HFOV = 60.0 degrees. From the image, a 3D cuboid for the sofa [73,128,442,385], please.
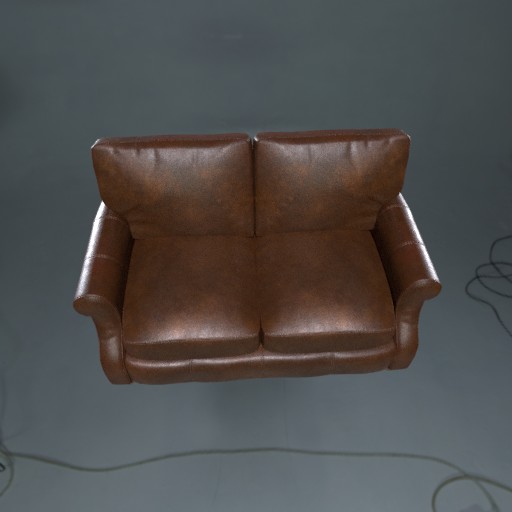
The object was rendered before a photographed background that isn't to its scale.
[{"bbox_3d":[0.000,0.000,2.207,1.616,0.976,0.990,-2,47,-2],"label":"sofa"}]
